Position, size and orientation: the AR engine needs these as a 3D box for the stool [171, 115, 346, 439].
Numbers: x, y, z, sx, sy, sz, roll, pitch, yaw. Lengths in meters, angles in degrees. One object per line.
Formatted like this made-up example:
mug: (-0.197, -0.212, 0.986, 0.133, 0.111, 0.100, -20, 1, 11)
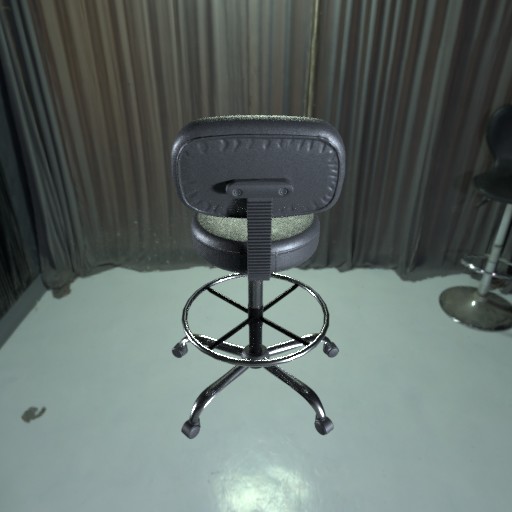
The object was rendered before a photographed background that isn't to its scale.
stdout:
stool: (0.000, 0.000, 1.507, 0.694, 1.069, 0.658, -1, 31, -1)
